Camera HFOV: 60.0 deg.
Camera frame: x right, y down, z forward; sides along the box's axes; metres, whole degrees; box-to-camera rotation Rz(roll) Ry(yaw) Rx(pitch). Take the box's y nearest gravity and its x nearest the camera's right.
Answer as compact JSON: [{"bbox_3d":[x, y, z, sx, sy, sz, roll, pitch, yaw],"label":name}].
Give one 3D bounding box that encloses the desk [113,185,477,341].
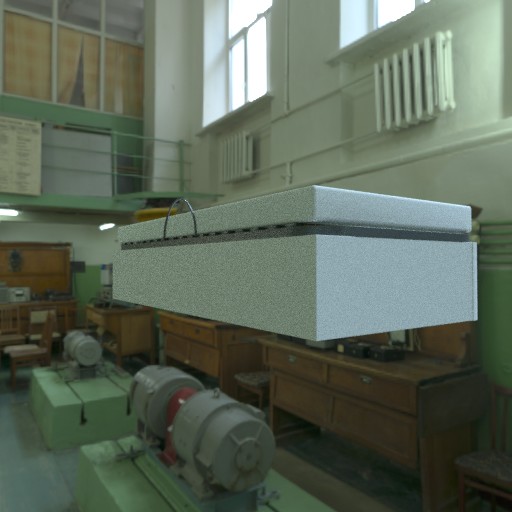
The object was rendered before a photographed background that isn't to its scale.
[{"bbox_3d":[0.000,0.000,2.296,0.900,0.526,1.900,1,-1,-35],"label":"desk"}]
